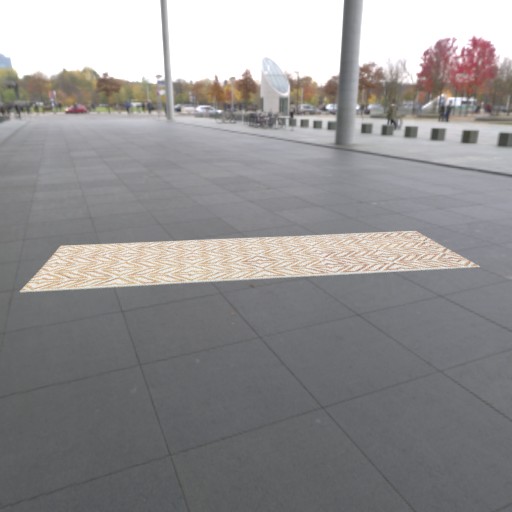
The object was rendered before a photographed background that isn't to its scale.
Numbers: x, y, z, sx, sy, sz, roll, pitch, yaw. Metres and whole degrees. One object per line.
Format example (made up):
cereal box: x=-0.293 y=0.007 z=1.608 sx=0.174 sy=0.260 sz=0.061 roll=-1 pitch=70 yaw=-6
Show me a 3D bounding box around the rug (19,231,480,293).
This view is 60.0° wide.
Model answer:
rug: x=0.000 y=0.000 z=2.668 sx=2.435 sy=0.009 sz=0.750 roll=-3 pitch=19 yaw=-8
